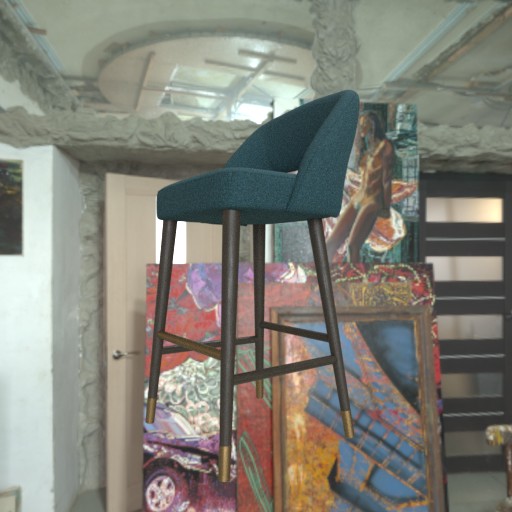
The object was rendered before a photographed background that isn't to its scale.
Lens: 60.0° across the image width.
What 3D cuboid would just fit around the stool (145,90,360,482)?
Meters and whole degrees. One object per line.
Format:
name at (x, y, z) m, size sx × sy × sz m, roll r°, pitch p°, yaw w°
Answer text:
stool at (0.000, 0.000, 1.340) m, size 0.522 × 1.032 × 0.536 m, roll 0°, pitch 0°, yaw -36°
